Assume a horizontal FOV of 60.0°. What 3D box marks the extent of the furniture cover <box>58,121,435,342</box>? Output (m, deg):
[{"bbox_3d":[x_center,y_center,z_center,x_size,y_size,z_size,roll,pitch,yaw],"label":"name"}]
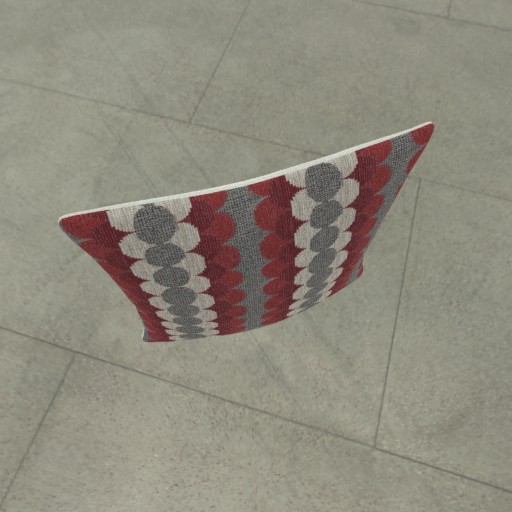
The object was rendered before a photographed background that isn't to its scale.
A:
[{"bbox_3d":[0.000,0.000,0.657,0.435,0.420,0.145,-16,64,-8],"label":"furniture cover"}]
